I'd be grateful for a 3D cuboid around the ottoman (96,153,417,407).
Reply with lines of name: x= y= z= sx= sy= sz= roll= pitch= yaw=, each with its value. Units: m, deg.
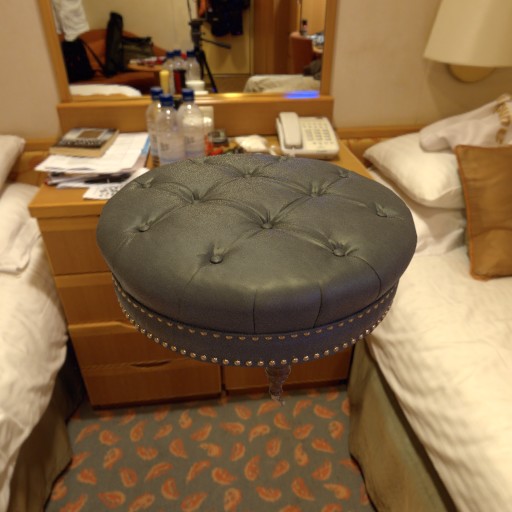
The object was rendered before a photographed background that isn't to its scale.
ottoman: x=0.000 y=0.000 z=1.372 sx=0.901 sy=0.439 sz=0.901 roll=0 pitch=32 yaw=0
